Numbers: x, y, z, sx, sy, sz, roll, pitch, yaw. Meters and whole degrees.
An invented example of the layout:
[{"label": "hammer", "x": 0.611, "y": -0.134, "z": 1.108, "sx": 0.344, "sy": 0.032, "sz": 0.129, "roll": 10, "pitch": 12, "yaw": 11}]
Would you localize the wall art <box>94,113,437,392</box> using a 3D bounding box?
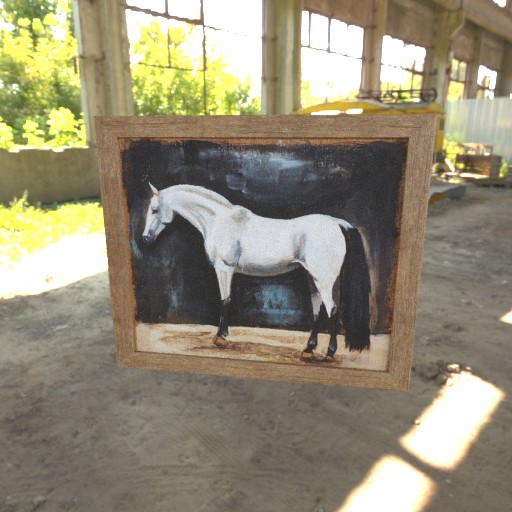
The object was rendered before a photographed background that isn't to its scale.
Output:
[{"label": "wall art", "x": 0.000, "y": 0.000, "z": 0.969, "sx": 0.690, "sy": 0.588, "sz": 0.026, "roll": 2, "pitch": 15, "yaw": 9}]
